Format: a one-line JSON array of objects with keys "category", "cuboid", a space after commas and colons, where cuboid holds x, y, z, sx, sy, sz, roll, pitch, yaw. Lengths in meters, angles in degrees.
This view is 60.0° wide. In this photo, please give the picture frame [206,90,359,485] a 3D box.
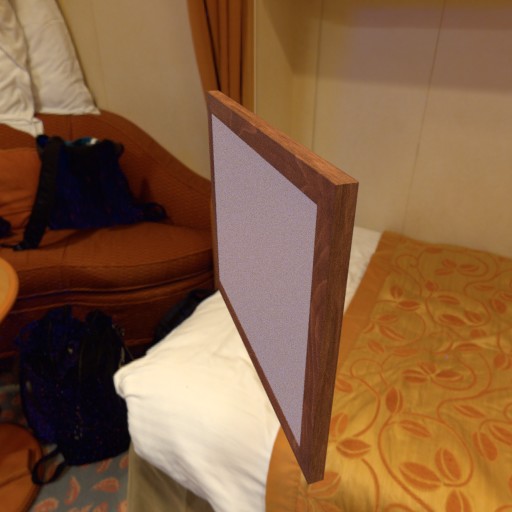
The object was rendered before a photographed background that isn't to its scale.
[{"category": "picture frame", "cuboid": [0.000, 0.000, 0.764, 0.025, 0.457, 0.559, -9, 31, -16]}]
